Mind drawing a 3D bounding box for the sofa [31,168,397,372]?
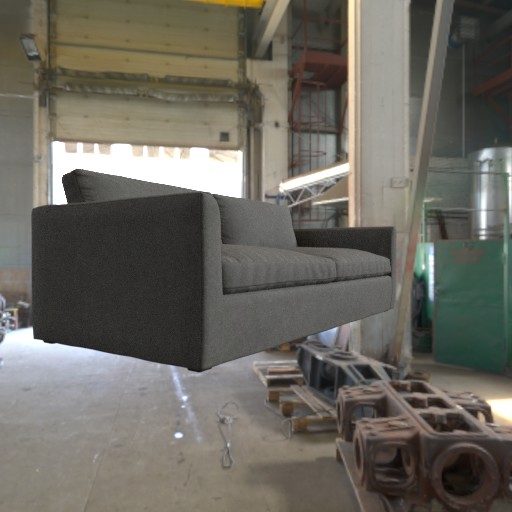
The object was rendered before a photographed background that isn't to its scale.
[{"bbox_3d":[0.000,0.000,2.724,1.092,0.838,2.257,0,0,34],"label":"sofa"}]
